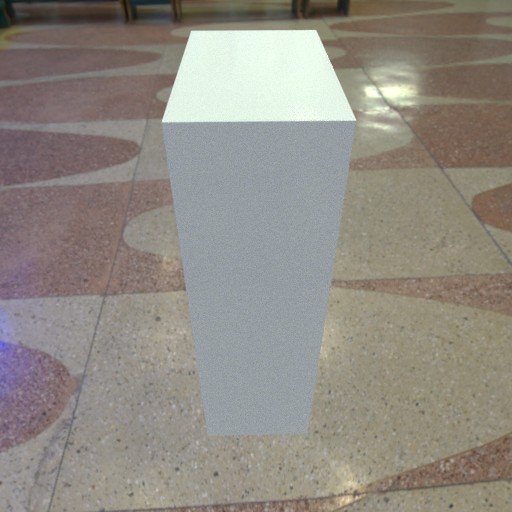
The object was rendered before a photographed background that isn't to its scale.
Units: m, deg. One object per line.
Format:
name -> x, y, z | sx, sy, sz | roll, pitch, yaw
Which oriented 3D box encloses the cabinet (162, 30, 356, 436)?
cabinet -> 0.000, 0.000, 2.317 | 0.580, 1.920, 0.980 | -1, 41, -1
